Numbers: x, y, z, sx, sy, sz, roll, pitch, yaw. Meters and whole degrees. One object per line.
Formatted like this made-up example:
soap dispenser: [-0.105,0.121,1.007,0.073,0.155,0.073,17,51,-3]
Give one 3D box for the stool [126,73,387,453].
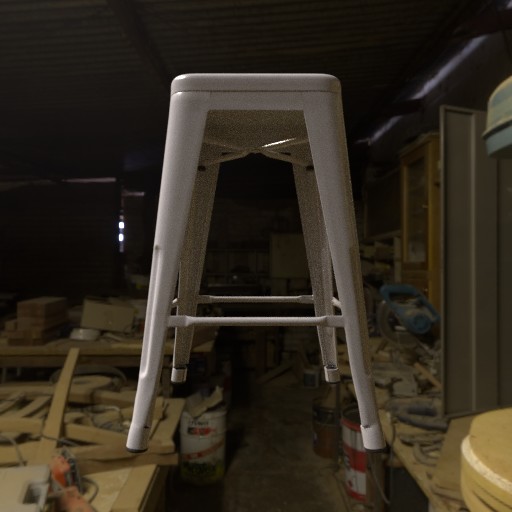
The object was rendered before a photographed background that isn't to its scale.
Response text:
stool: [0.000,0.000,0.879,0.406,0.610,0.406,0,0,0]
